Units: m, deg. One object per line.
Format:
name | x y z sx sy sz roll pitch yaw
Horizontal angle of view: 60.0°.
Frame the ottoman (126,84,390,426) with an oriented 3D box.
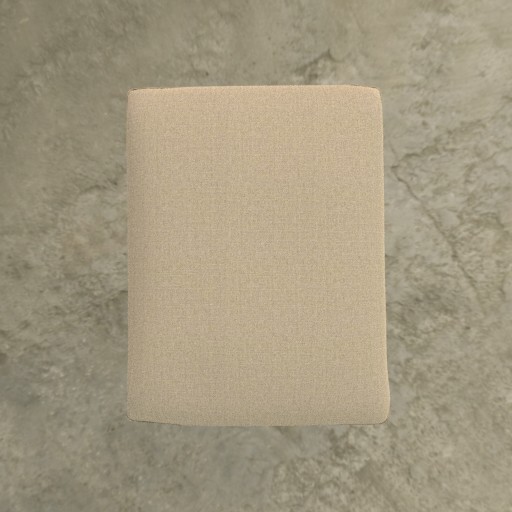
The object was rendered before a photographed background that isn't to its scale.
ottoman | 0.000 0.000 1.028 0.541 0.463 0.684 0 89 1
